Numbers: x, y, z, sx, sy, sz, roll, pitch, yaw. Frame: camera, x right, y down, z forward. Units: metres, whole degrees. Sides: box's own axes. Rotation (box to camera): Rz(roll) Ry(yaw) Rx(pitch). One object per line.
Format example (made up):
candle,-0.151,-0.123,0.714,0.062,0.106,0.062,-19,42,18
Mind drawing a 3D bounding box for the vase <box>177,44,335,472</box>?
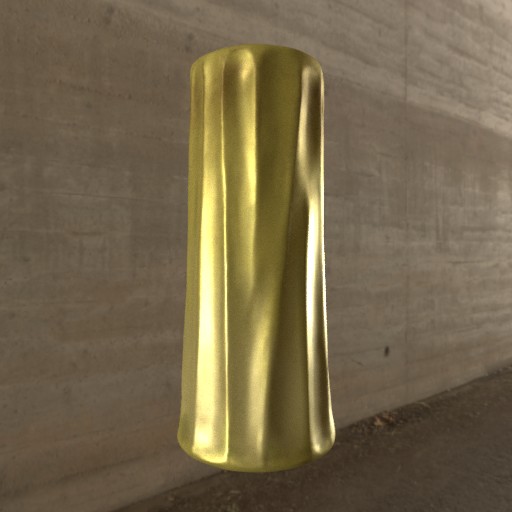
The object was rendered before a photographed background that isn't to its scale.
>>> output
vase,0.000,0.000,0.174,0.061,0.143,0.061,0,0,0
